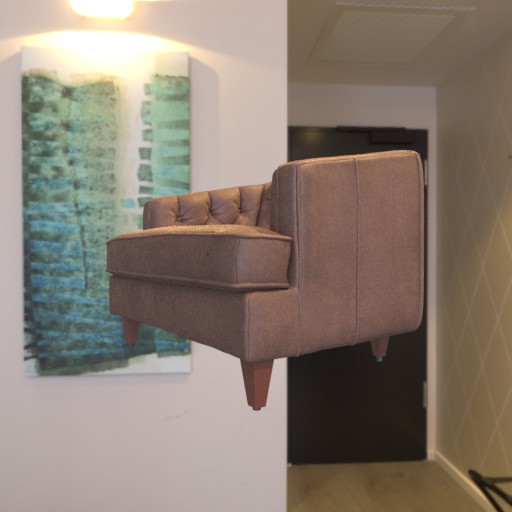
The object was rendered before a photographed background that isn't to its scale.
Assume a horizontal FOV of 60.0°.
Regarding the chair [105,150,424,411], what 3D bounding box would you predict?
[{"bbox_3d":[0.000,0.000,1.729,0.914,0.787,1.118,0,0,-35],"label":"chair"}]
